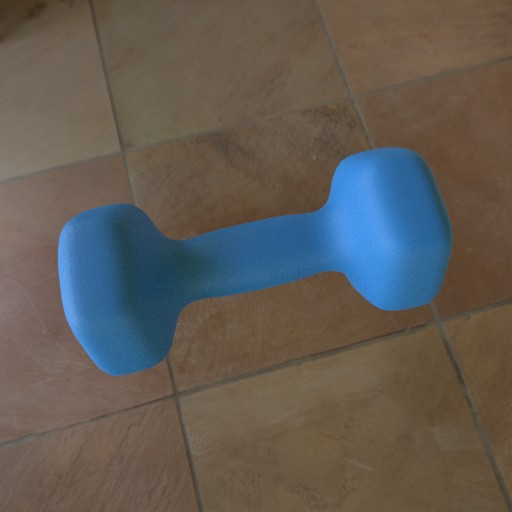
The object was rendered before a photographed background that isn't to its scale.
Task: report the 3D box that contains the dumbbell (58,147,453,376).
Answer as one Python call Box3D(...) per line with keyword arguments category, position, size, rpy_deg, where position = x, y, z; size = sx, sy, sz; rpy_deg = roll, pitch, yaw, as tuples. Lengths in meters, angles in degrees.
Box3D(category="dumbbell", position=(0.000, 0.000, 0.189), size=(0.152, 0.066, 0.074), rpy_deg=(-12, 75, -3))
